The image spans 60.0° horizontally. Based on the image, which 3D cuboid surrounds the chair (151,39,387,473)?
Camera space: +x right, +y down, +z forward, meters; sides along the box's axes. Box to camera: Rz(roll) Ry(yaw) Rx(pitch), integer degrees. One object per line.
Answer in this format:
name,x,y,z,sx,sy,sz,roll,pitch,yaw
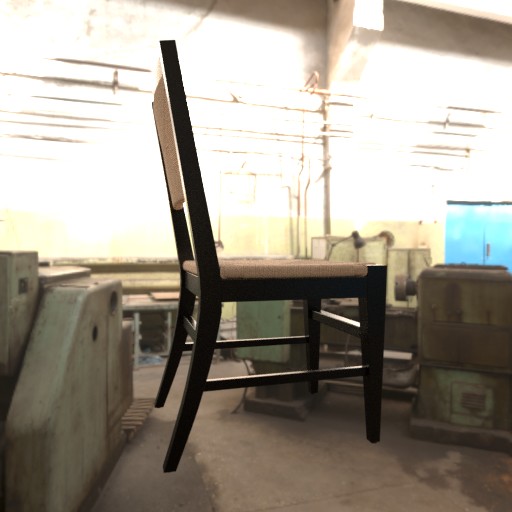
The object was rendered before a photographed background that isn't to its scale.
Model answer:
chair,0.000,0.000,1.218,0.552,0.927,0.437,0,1,-16
